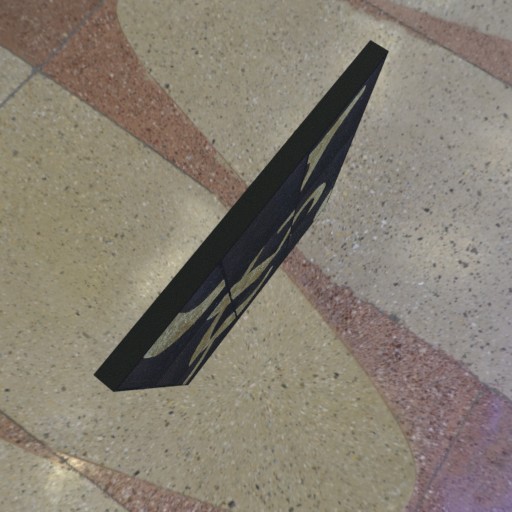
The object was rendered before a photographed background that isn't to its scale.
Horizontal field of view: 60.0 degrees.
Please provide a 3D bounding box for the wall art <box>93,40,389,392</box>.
[{"bbox_3d":[0.000,0.000,1.108,0.044,0.758,0.758,36,78,9],"label":"wall art"}]
